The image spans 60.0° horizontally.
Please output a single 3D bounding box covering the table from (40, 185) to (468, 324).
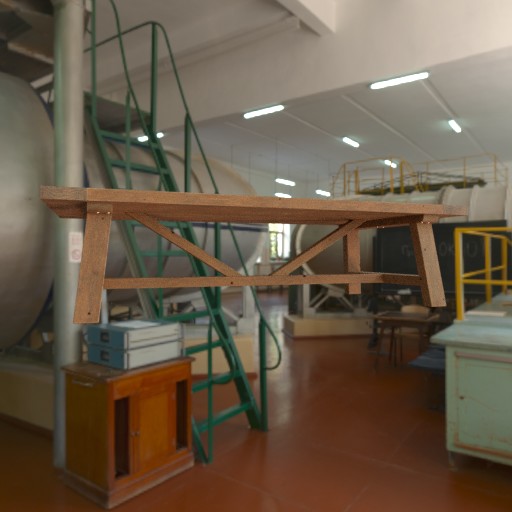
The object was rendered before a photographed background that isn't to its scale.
[{"bbox_3d":[0.000,0.000,2.144,1.800,0.465,0.820,0,0,-20],"label":"table"}]
